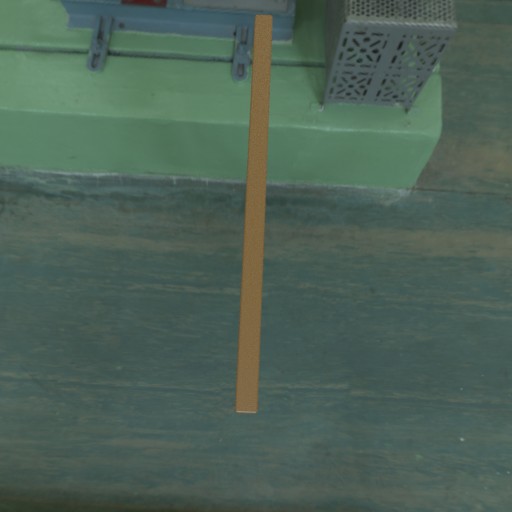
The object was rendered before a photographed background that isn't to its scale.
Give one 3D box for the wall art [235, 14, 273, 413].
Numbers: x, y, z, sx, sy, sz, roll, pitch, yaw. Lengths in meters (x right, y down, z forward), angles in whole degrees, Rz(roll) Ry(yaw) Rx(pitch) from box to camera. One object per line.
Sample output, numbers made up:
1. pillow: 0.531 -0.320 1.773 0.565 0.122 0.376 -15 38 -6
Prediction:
1. wall art: 0.000 0.000 0.735 0.021 0.550 0.449 2 75 1
